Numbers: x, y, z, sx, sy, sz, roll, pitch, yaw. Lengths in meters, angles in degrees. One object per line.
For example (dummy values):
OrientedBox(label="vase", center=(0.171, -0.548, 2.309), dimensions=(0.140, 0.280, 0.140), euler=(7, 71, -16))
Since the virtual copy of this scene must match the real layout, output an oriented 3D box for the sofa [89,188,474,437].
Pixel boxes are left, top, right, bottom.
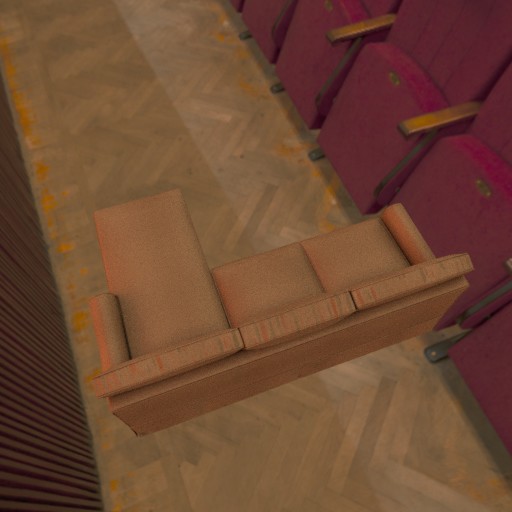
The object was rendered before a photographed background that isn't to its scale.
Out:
OrientedBox(label="sofa", center=(0.000, 0.000, 3.358), dimensions=(2.475, 0.978, 1.733), euler=(-17, 60, -10))
